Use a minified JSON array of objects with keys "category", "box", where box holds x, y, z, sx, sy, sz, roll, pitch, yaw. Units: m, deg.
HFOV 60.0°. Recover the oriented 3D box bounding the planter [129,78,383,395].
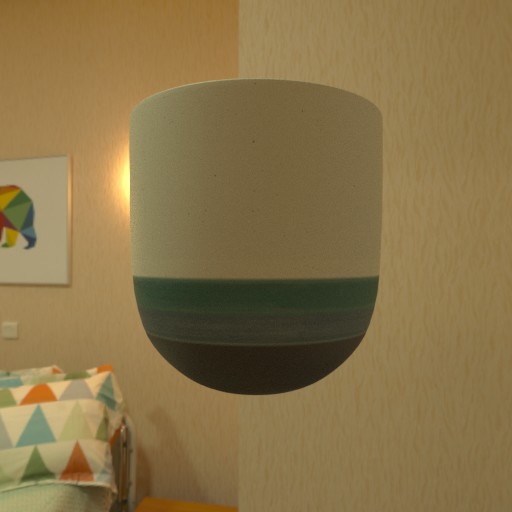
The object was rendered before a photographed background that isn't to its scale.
[{"category":"planter","box":[0.000,0.000,0.369,0.204,0.214,0.204,0,-1,0]}]
